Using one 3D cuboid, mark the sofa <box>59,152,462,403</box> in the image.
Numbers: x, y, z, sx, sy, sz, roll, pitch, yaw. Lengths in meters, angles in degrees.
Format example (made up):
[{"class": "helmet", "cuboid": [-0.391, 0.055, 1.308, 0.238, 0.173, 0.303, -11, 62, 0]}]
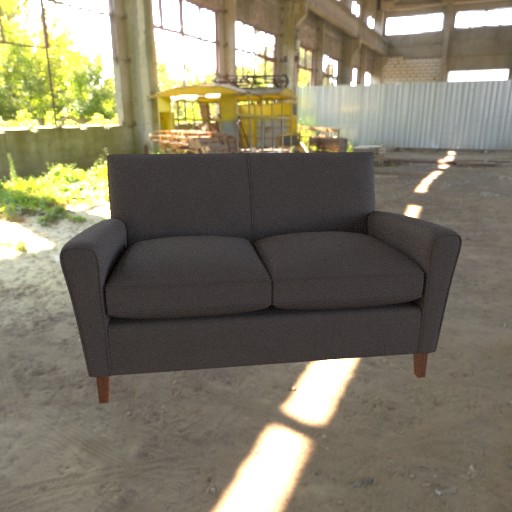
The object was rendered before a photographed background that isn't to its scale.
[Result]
[{"class": "sofa", "cuboid": [0.000, 0.000, 1.986, 1.420, 0.846, 0.871, -2, 17, -7]}]
